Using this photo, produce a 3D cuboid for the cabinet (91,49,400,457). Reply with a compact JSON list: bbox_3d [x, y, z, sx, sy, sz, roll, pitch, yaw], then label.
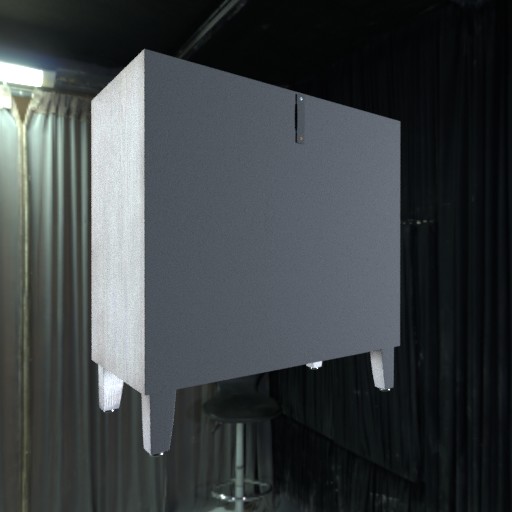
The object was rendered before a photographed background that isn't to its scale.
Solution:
[{"bbox_3d":[0.000,0.000,1.215,0.781,0.787,0.370,0,0,-36],"label":"cabinet"}]
